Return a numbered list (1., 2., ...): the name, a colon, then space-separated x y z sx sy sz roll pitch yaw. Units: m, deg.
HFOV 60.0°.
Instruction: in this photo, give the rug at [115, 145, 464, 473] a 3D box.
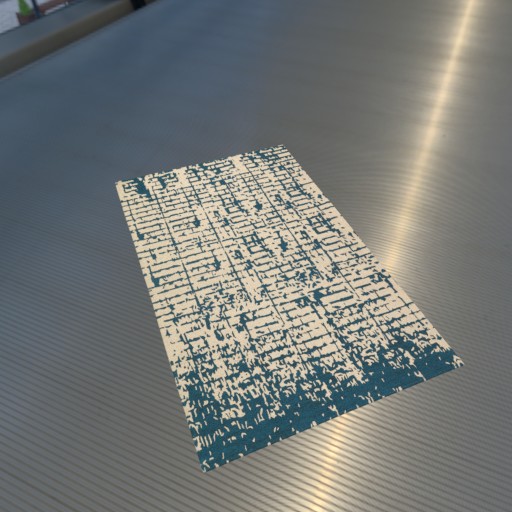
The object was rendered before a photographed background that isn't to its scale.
1. rug: 0.000 0.000 3.051 1.517 0.011 2.435 -16 48 -15
